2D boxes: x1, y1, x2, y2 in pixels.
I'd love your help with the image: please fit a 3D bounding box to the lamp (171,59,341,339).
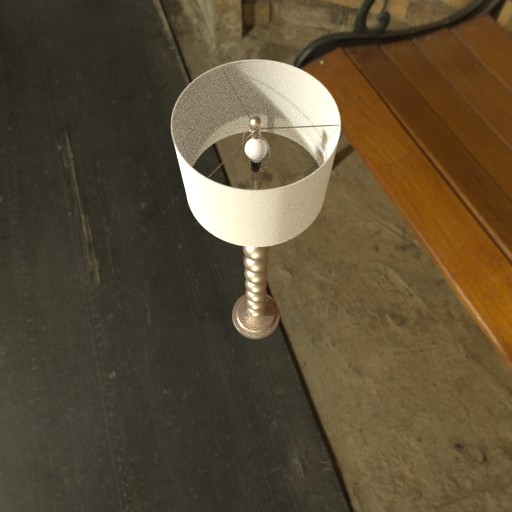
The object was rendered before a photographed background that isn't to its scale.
[{"bbox_3d":[0.000,0.000,1.681,0.394,1.474,0.394,31,68,14],"label":"lamp"}]
